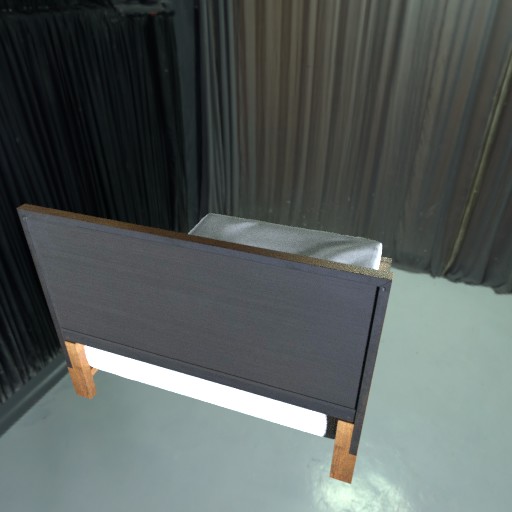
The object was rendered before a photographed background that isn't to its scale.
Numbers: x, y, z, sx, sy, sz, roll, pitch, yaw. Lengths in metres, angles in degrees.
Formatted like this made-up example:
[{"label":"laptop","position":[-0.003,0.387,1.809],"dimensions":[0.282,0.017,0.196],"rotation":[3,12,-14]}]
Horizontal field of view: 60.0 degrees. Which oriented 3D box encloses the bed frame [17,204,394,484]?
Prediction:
[{"label":"bed frame","position":[0.000,0.000,3.479],"dimensions":[2.038,1.537,2.235],"rotation":[11,34,17]}]
